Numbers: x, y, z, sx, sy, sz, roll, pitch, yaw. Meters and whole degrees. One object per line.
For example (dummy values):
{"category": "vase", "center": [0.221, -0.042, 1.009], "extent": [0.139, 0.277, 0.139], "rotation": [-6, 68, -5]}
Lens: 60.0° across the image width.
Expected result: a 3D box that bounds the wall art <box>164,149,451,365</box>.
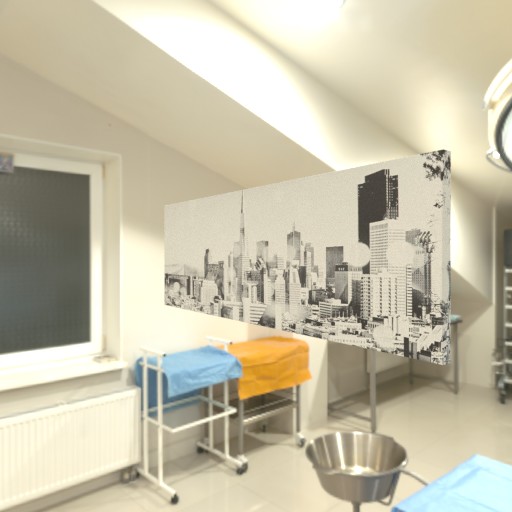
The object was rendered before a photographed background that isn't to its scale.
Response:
{"category": "wall art", "center": [0.000, 0.000, 1.662], "extent": [0.039, 0.507, 1.520], "rotation": [0, 0, -37]}
